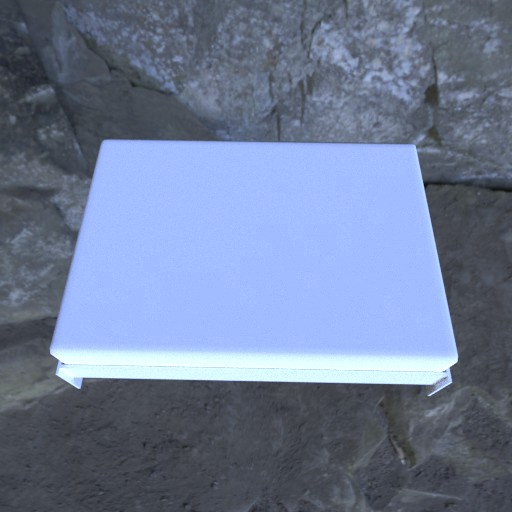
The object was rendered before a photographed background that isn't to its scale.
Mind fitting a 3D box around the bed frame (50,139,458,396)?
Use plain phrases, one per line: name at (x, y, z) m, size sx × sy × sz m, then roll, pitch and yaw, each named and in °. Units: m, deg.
bed frame at (0.000, 0.000, 2.581) m, size 1.945 × 0.497 × 1.445 m, roll 1°, pitch 61°, yaw 1°
